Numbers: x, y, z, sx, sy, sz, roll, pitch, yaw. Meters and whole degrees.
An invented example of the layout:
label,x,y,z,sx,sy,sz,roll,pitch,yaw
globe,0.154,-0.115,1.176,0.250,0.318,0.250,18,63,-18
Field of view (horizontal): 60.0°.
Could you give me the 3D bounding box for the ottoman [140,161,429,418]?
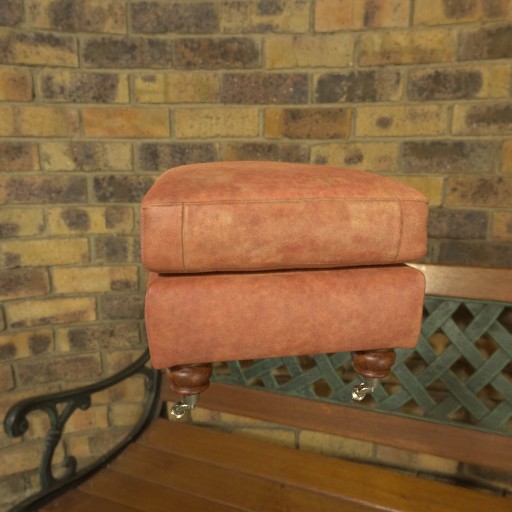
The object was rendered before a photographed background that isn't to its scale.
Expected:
label,x,y,z,sx,sy,sz,roll,pitch,yaw
ottoman,0.000,0.000,1.215,0.565,0.507,0.852,-2,13,-10
